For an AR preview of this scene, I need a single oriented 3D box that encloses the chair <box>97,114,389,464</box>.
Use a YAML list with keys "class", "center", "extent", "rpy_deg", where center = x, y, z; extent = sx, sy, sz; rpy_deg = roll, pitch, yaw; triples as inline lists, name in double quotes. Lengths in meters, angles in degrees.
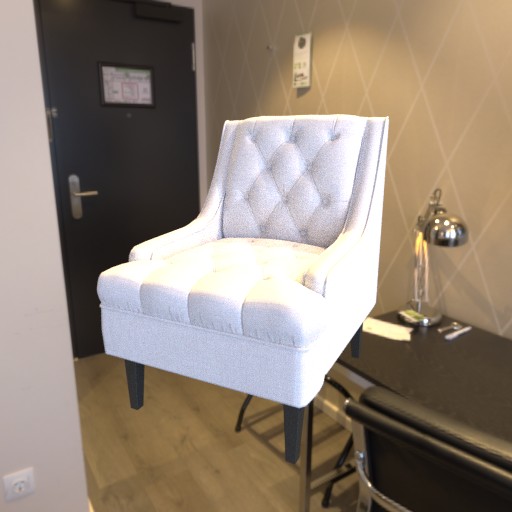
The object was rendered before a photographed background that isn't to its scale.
- class: "chair"
  center: [0.000, 0.000, 1.415]
  extent: [0.658, 0.891, 0.772]
  rpy_deg: [7, 16, 26]
